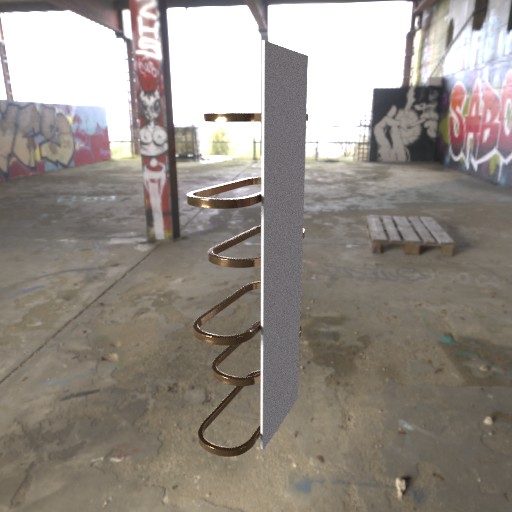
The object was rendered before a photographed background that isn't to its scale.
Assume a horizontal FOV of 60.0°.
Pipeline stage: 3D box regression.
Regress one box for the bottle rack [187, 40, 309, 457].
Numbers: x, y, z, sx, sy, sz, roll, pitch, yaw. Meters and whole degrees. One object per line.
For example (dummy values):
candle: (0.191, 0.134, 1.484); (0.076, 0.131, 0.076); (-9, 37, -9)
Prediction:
bottle rack: (0.000, 0.000, 0.837); (0.118, 0.709, 0.332); (8, 19, 25)
